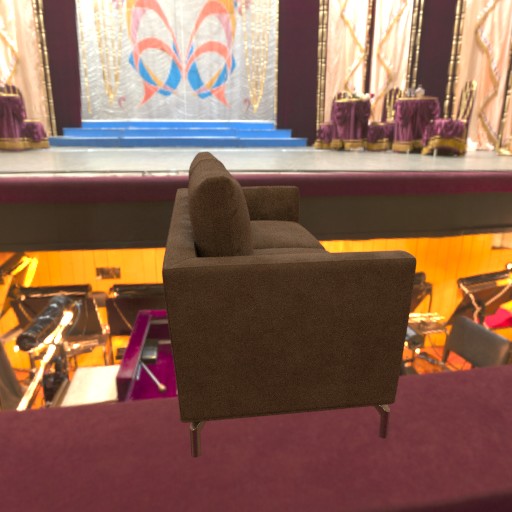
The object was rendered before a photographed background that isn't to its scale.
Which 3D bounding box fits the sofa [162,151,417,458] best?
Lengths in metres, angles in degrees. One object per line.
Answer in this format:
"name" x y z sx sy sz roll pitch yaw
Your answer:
"sofa" 0.000 0.000 2.347 0.855 1.013 1.832 -2 17 -8
